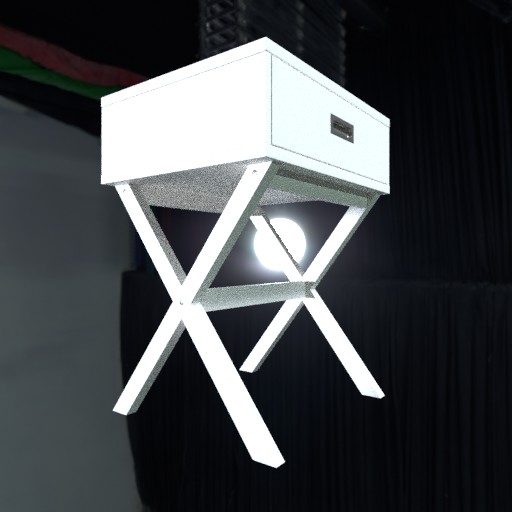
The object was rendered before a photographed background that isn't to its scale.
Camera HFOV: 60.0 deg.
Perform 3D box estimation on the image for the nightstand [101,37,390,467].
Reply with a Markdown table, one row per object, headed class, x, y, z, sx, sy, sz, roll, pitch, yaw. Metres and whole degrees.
| class | x | y | z | sx | sy | sz | roll | pitch | yaw |
| --- | --- | --- | --- | --- | --- | --- | --- | --- | --- |
| nightstand | 0.000 | 0.000 | 0.940 | 0.402 | 0.623 | 0.479 | 0 | 0 | 37 |
